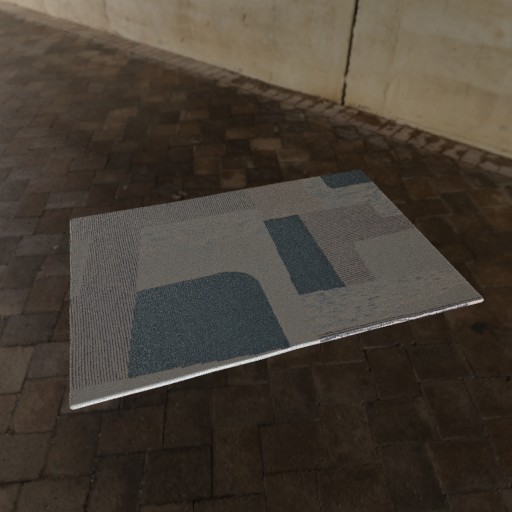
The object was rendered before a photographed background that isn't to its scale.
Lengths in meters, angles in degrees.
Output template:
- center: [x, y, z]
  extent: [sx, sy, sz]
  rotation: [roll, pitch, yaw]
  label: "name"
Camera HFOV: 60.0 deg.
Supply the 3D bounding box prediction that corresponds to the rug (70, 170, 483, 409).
- center: [0.000, 0.000, 2.306]
  extent: [1.847, 0.020, 1.238]
  rotation: [-12, 43, -13]
  label: "rug"
